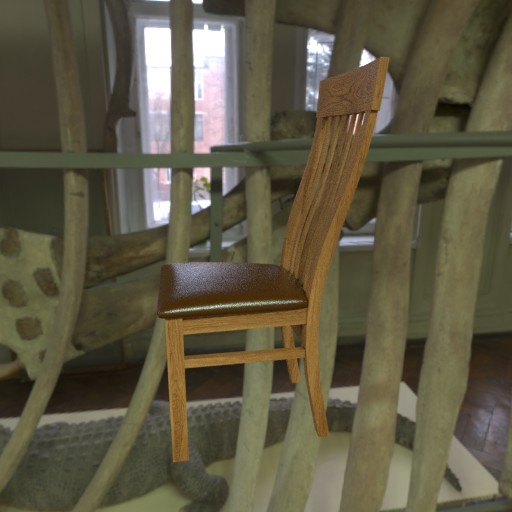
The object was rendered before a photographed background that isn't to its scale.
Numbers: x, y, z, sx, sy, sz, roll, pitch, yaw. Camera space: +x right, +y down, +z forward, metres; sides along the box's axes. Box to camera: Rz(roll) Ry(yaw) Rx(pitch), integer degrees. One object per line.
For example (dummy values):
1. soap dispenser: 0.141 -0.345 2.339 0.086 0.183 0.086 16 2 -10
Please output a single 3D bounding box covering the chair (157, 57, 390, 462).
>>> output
1. chair: 0.000 0.000 1.334 0.580 1.050 0.450 -3 15 -10
